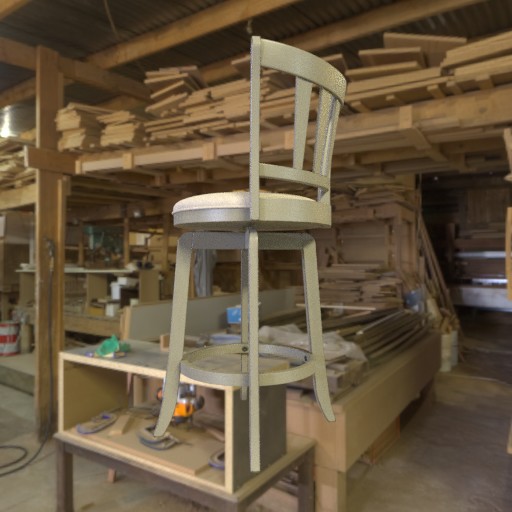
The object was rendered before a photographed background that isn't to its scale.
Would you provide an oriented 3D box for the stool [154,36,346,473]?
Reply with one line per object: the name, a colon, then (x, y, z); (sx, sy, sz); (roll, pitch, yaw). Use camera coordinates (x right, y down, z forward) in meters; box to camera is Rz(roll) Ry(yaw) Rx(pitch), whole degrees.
stool: (0.000, 0.000, 1.263); (0.486, 0.994, 0.450); (0, 0, 36)
